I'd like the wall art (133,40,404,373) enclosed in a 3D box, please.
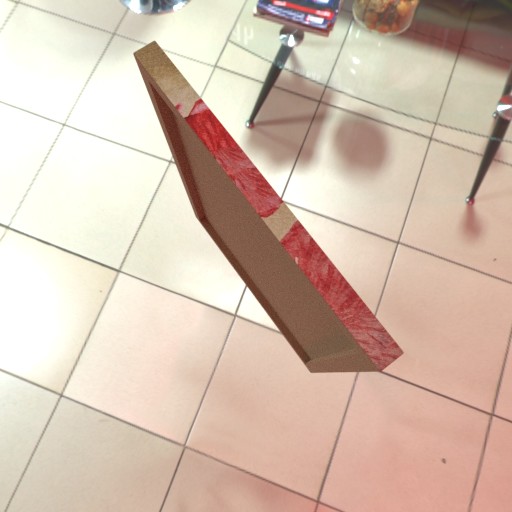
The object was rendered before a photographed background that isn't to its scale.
[{"bbox_3d":[0.000,0.000,0.676,0.028,0.508,0.406,-35,78,-9],"label":"wall art"}]
